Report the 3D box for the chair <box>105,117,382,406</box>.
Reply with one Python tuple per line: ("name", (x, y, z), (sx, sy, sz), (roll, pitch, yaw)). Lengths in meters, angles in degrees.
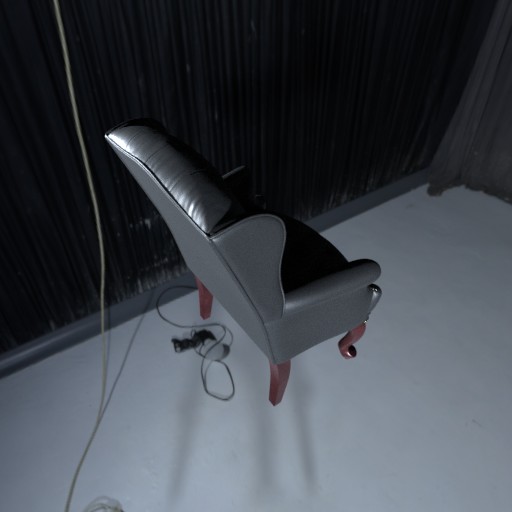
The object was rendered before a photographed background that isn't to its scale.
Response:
("chair", (0.000, 0.000, 1.722), (0.762, 1.111, 0.838), (-25, 47, -26))
